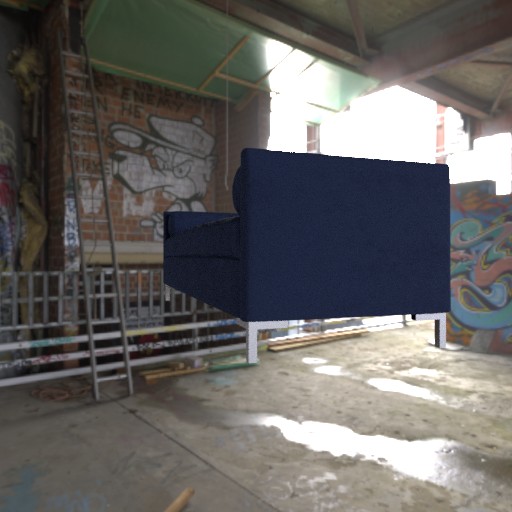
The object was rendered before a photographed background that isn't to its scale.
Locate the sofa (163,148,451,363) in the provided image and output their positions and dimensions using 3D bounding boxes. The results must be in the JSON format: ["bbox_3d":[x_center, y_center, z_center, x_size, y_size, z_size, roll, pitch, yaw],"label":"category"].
[{"bbox_3d":[0.000,0.000,2.433,0.797,0.657,2.102,0,0,-19],"label":"sofa"}]
